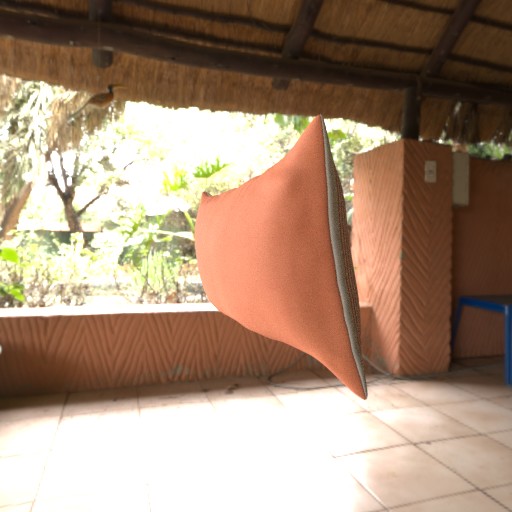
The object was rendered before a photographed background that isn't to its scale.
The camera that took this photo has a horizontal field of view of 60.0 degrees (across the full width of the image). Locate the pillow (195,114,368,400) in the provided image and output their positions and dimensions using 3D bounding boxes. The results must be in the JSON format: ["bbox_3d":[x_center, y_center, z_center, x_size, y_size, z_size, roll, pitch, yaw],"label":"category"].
[{"bbox_3d":[0.000,0.000,0.741,0.156,0.292,0.608,0,1,-18],"label":"pillow"}]
